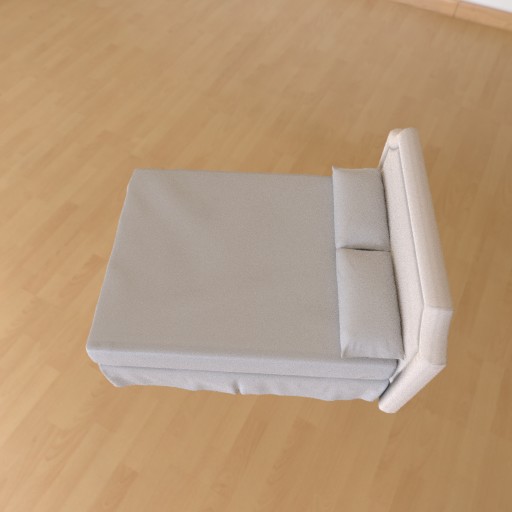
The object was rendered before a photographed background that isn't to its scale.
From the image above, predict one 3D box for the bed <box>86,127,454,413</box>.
[{"bbox_3d":[0.000,0.000,3.222,2.164,1.297,1.828,3,58,2],"label":"bed"}]
